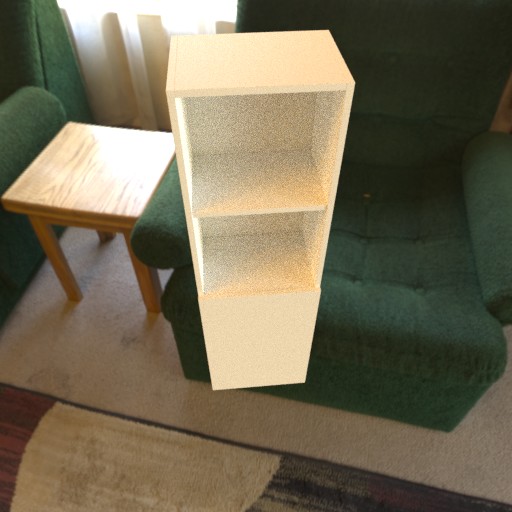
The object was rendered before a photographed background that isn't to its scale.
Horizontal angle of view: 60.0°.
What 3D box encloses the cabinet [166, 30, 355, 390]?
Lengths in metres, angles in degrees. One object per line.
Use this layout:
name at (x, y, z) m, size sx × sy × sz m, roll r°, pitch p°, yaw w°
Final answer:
cabinet at (0.000, 0.000, 1.520) m, size 0.400 × 1.350 × 0.300 m, roll -4°, pitch 48°, yaw -3°
